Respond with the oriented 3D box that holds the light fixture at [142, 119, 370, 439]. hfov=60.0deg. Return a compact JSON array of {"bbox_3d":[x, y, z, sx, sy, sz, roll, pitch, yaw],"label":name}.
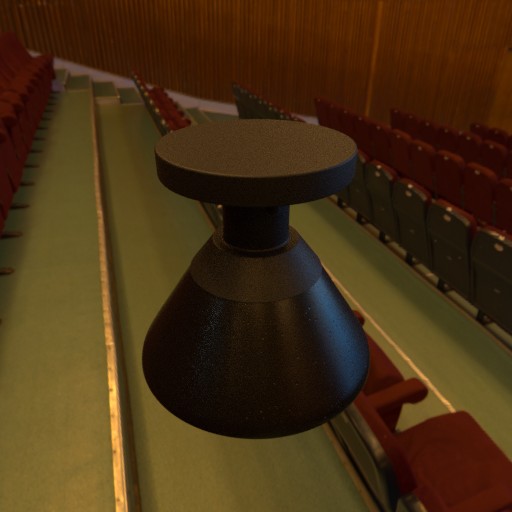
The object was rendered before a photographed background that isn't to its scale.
[{"bbox_3d":[0.000,0.000,0.354,0.200,0.183,0.200,0,30,0],"label":"light fixture"}]
